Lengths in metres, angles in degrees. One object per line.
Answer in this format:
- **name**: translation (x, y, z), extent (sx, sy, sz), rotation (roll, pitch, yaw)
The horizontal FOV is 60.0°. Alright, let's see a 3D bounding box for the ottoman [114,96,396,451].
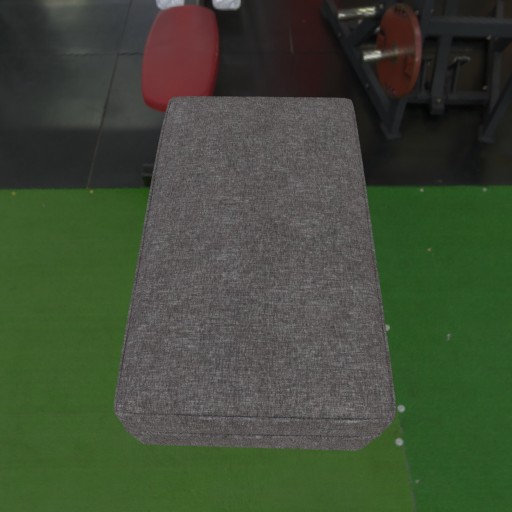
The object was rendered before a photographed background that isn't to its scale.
- **ottoman**: translation (0.000, 0.000, 1.521), extent (0.717, 0.487, 1.184), rotation (1, 58, 1)
